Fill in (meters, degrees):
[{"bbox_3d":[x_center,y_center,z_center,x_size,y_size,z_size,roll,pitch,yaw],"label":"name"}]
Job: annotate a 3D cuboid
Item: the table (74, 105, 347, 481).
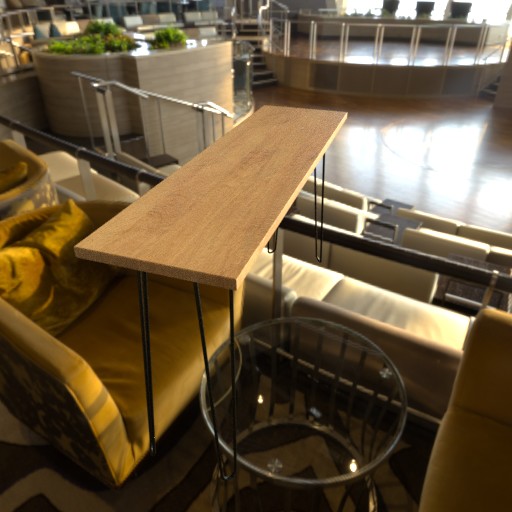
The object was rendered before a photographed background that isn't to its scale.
[{"bbox_3d":[0.000,0.000,1.726,0.399,0.799,1.400,10,34,16],"label":"table"}]
